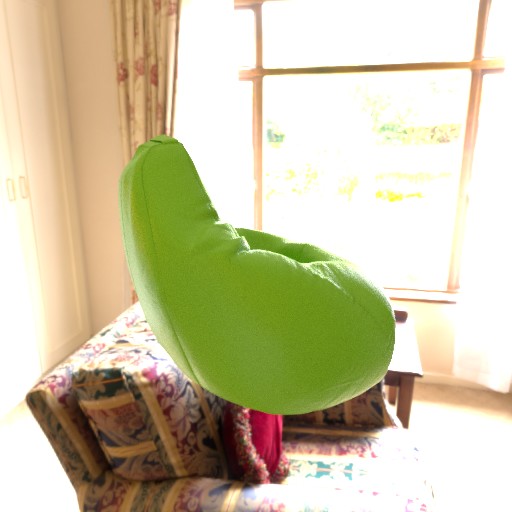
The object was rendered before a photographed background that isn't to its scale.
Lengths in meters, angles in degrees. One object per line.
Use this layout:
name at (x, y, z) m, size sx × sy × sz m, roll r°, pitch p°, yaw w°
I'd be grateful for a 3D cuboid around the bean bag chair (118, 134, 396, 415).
bean bag chair at (0.000, 0.000, 1.877) m, size 1.070 × 0.990 × 1.070 m, roll -7°, pitch 16°, yaw -25°
